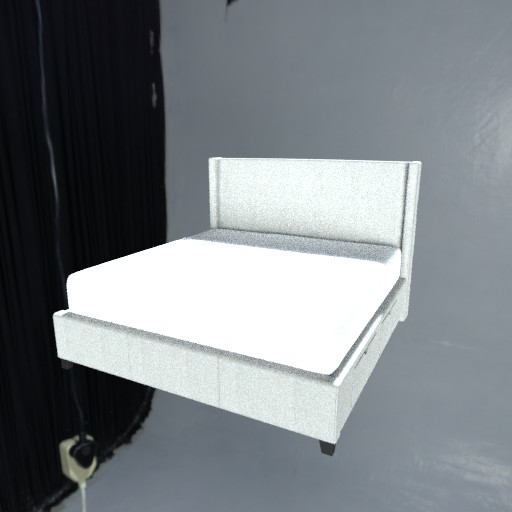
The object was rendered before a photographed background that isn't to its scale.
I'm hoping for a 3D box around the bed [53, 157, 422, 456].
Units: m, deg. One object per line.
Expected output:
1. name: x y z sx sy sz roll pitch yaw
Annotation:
1. bed: 0.000 0.000 3.619 2.140 1.470 2.280 7 16 26
